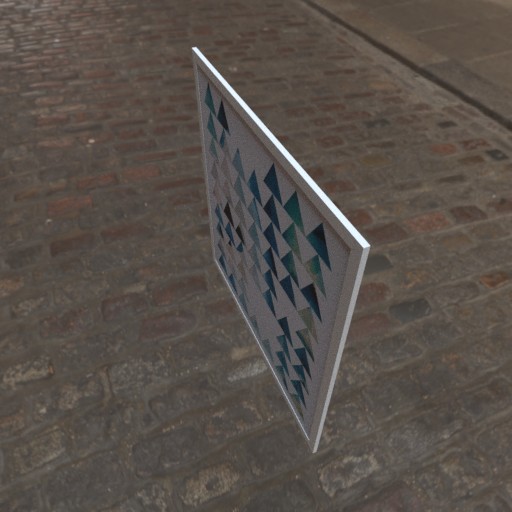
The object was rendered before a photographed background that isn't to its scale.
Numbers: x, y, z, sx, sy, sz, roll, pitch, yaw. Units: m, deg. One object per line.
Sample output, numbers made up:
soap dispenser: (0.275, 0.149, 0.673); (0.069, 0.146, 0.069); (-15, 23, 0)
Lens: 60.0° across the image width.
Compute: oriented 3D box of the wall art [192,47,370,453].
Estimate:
wall art: (0.000, 0.000, 0.675); (0.007, 0.456, 0.456); (-18, 49, -16)
